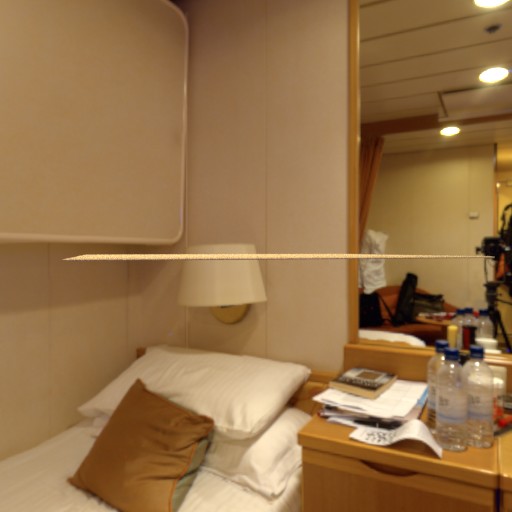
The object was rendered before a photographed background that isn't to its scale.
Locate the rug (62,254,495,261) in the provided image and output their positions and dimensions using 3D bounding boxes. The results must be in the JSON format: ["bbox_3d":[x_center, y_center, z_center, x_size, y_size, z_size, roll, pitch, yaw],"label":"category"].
[{"bbox_3d":[0.000,0.000,4.032,3.034,0.012,2.406,0,1,-19],"label":"rug"}]
